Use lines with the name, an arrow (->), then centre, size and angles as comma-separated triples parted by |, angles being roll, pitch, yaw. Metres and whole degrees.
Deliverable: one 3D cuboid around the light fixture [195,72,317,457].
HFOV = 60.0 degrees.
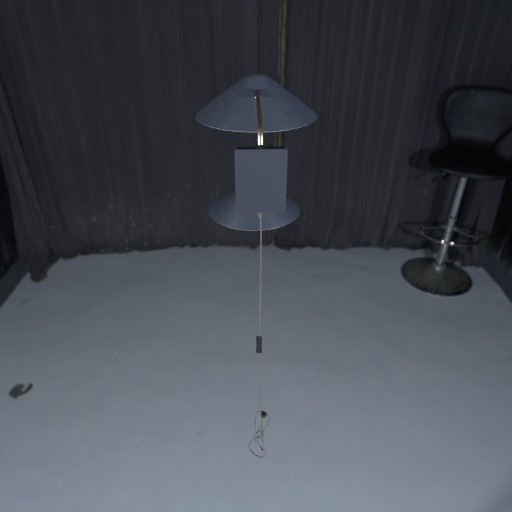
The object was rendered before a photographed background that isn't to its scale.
light fixture -> 0.000, 0.000, 0.840 | 0.189, 0.665, 0.422 | -1, 32, -1
